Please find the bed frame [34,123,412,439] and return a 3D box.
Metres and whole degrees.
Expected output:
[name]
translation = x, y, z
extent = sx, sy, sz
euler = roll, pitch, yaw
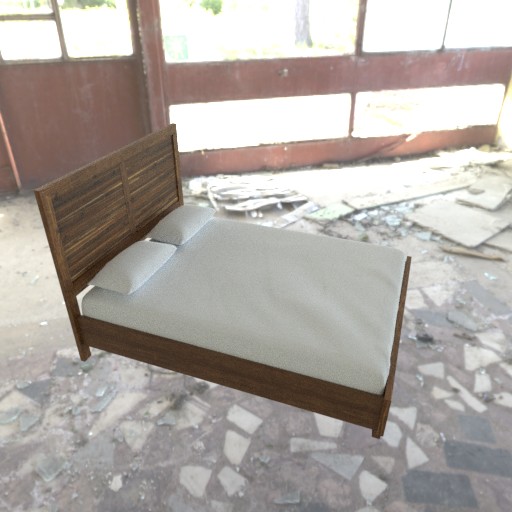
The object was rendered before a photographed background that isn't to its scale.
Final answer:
[bed frame]
translation = 0.000, 0.000, 3.414
extent = 2.276, 1.417, 1.696
euler = 11, 33, 17
